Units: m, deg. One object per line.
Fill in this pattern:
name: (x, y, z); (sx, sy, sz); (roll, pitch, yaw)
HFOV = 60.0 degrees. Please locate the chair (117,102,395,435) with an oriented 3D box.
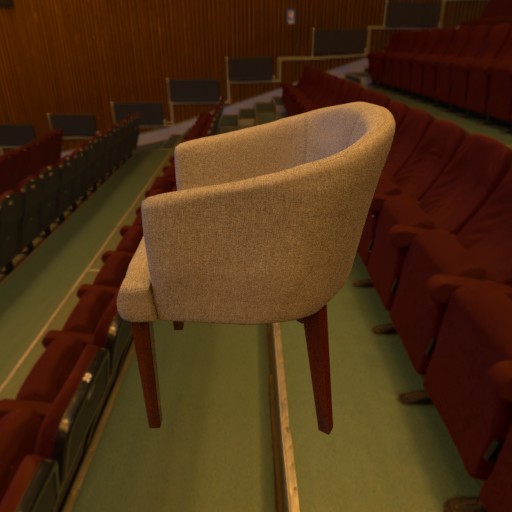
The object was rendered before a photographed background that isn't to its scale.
chair: (0.000, 0.000, 1.257); (0.655, 0.811, 0.583); (-1, 27, -1)
